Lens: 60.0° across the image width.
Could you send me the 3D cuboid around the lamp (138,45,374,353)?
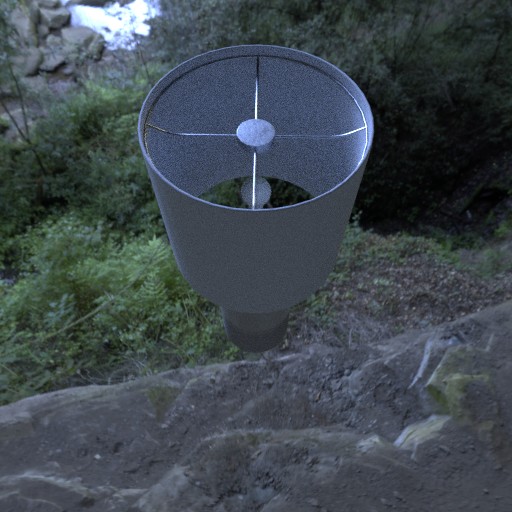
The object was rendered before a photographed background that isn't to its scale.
[{"bbox_3d":[0.000,0.000,0.612,0.212,0.493,0.212,1,59,1],"label":"lamp"}]
